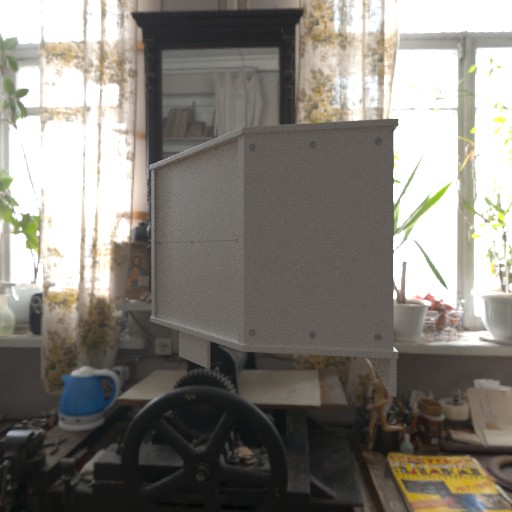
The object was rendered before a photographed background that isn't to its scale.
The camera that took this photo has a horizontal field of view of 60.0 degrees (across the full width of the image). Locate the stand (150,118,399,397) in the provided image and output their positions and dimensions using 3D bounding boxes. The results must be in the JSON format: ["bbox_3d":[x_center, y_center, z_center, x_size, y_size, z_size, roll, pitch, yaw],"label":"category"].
[{"bbox_3d":[0.000,0.000,1.409,0.477,0.614,1.072,0,1,-36],"label":"stand"}]
